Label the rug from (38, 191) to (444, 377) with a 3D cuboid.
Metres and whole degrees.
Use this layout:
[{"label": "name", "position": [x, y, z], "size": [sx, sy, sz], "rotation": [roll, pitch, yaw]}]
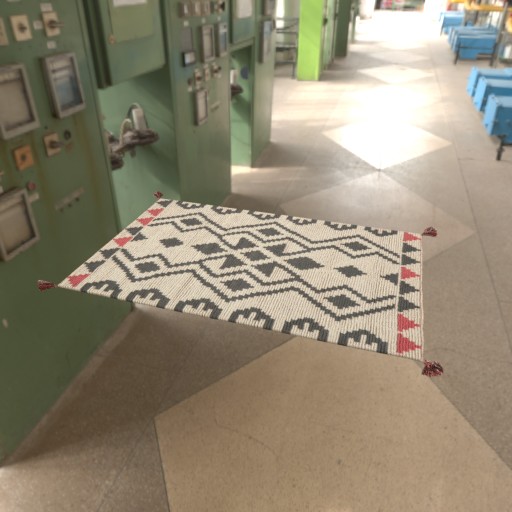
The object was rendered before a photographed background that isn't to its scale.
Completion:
[{"label": "rug", "position": [0.000, 0.000, 3.386], "size": [2.672, 0.066, 1.741], "rotation": [9, 33, 15]}]
